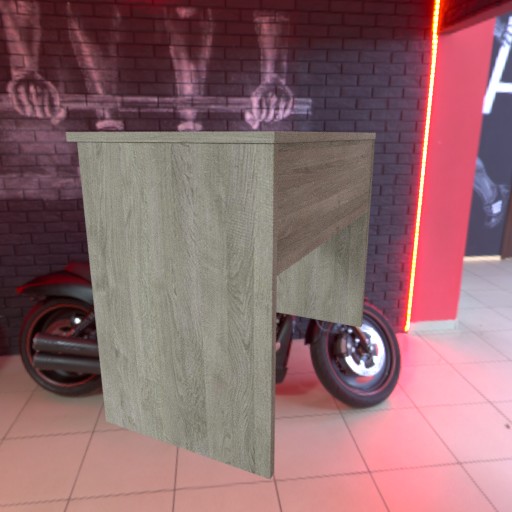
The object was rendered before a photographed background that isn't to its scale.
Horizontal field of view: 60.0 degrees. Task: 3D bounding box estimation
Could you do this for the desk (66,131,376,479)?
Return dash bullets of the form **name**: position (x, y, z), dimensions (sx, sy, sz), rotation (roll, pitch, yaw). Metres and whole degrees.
- **desk**: position (0.000, 0.000, 1.351), dimensions (0.498, 0.724, 0.893), rotation (7, 17, 25)
